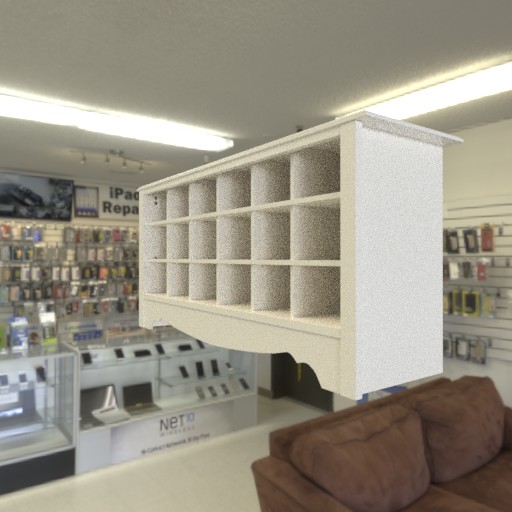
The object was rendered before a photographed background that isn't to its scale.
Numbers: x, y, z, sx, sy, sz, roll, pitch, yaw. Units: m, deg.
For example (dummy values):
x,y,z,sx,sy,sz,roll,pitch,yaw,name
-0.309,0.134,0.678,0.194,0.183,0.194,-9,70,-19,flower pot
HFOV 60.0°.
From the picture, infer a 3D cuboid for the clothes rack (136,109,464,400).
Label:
x,y,z,sx,sy,sz,roll,pitch,yaw,name
0.000,0.000,1.336,0.324,0.531,1.120,0,0,-36,clothes rack
